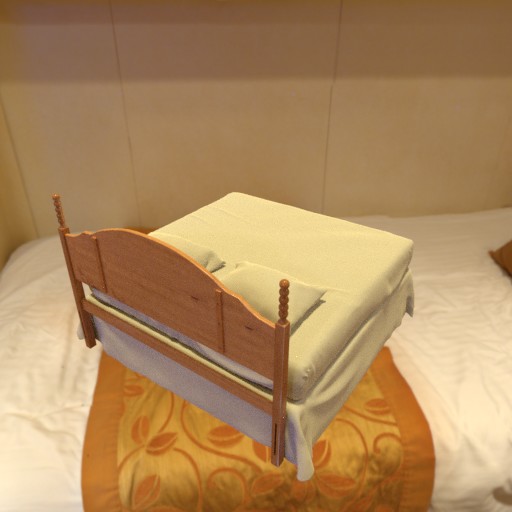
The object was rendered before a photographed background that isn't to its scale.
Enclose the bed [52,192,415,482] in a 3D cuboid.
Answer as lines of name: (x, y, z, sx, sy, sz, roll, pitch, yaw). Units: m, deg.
bed: (0.000, 0.000, 3.660, 2.322, 1.355, 2.219, 20, 35, 30)
